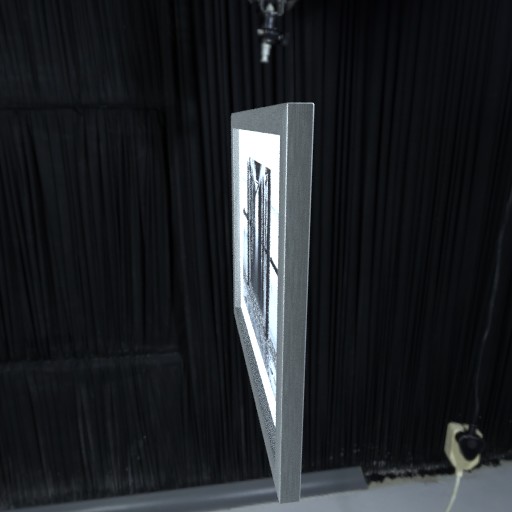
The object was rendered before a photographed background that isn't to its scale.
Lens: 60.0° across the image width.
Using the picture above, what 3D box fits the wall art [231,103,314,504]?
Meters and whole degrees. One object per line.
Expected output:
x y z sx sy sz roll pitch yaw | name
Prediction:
0.000 0.000 0.732 0.028 0.457 0.556 -2 17 -8 | wall art
